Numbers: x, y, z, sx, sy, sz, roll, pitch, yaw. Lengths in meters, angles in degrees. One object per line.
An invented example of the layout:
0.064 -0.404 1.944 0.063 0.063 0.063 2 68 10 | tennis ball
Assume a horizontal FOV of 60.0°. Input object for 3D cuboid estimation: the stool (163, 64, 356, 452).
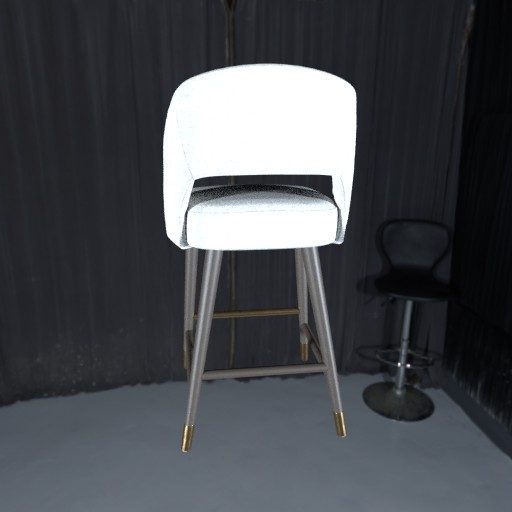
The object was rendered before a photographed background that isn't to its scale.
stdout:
0.000 0.000 1.256 0.494 0.940 0.509 -2 15 -8 | stool
